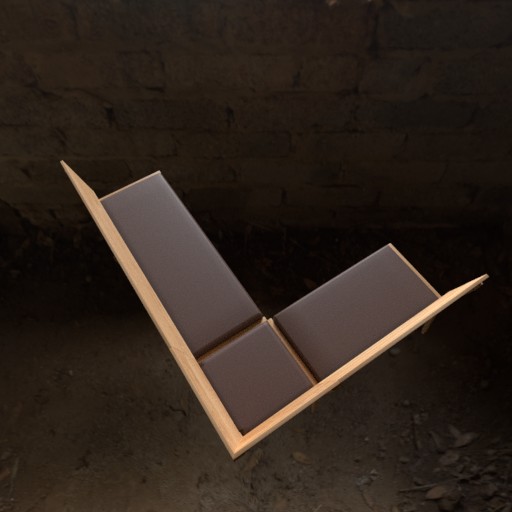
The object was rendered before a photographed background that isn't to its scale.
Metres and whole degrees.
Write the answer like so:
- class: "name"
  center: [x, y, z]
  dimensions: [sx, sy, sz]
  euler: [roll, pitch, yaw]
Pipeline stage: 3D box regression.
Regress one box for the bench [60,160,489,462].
- class: "bench"
  center: [0.000, 0.000, 2.830]
  dimensions: [1.549, 0.890, 1.975]
  euler: [-31, 65, -16]
